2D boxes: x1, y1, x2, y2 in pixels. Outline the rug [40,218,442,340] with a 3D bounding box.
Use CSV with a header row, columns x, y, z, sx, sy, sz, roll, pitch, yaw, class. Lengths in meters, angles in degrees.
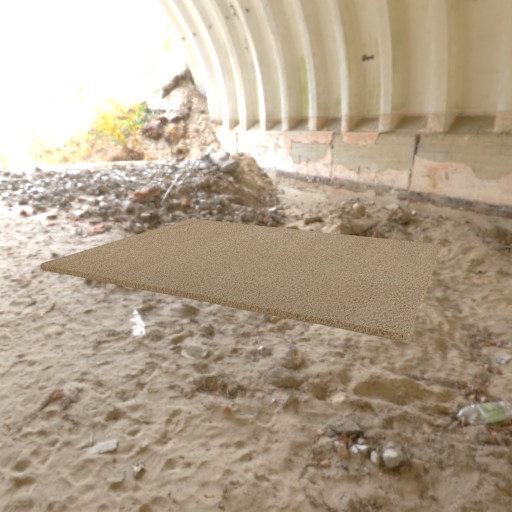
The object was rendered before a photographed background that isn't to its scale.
x,y,z,sx,sy,sz,roll,pitch,yaw,class
0.000,0.000,2.163,1.600,0.025,1.199,8,18,25,rug
